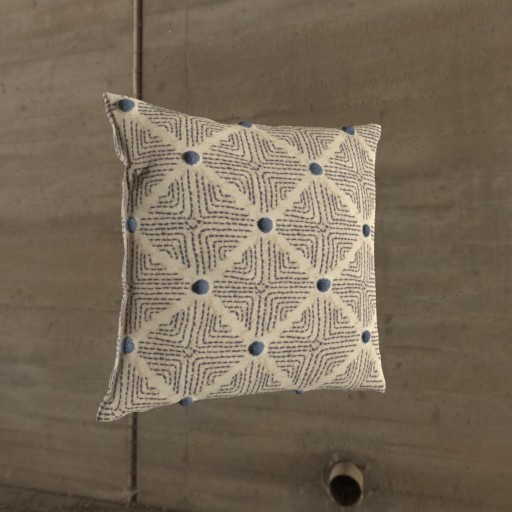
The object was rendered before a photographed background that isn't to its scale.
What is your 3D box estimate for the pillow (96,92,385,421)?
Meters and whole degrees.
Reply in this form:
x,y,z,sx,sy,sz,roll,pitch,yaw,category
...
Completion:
x,y,z,sx,sy,sz,roll,pitch,yaw,category
0.000,0.000,0.761,0.510,0.510,0.145,1,-2,-18,pillow
